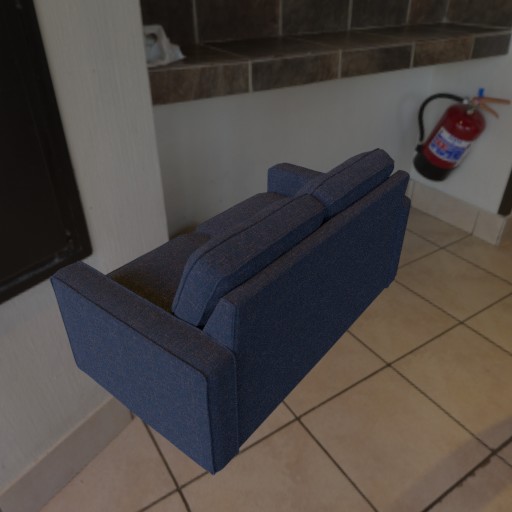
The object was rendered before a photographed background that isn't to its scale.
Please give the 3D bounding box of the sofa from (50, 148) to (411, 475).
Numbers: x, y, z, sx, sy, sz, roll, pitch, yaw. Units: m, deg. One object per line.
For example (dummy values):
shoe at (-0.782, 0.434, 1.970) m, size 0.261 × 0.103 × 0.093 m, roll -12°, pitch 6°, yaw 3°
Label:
sofa at (0.000, 0.000, 2.267) m, size 0.947 × 0.918 × 1.709 m, roll 23°, pitch 39°, yaw 31°
